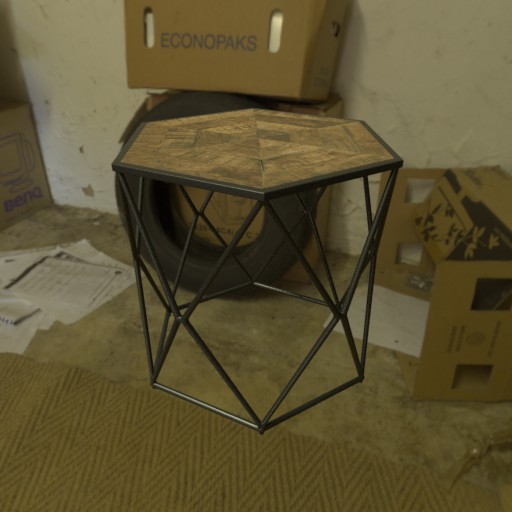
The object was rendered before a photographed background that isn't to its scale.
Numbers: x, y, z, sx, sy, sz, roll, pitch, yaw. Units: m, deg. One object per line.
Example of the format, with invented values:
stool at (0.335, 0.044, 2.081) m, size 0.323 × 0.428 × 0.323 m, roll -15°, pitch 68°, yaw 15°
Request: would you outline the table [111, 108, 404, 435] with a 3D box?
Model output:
table at (0.000, 0.000, 1.058) m, size 0.579 × 0.564 × 0.578 m, roll -1°, pitch 31°, yaw -2°
